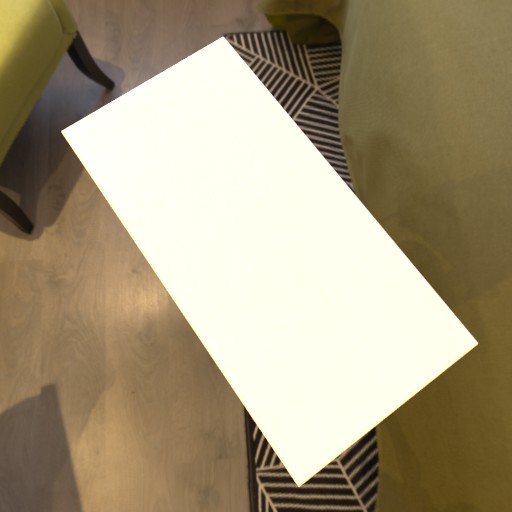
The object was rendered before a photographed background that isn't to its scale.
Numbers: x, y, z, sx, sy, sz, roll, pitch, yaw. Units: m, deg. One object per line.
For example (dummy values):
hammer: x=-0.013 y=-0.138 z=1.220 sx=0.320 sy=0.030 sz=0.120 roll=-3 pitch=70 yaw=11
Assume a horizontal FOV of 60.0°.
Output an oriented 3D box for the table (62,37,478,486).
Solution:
table: x=0.000 y=0.000 z=1.404 sx=0.550 sy=0.510 sz=1.107 roll=-34 pitch=77 yaw=-9
